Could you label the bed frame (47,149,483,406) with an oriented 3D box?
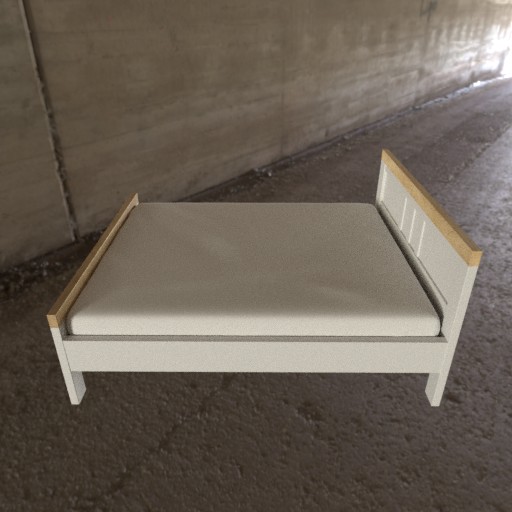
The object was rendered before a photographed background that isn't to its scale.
[{"bbox_3d":[0.000,0.000,2.961,2.050,0.980,1.670,0,29,0],"label":"bed frame"}]
